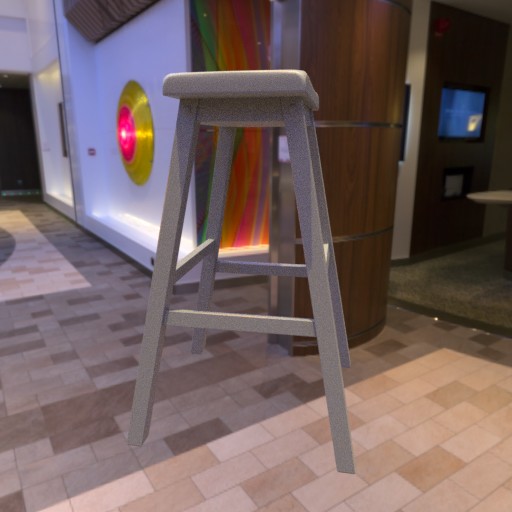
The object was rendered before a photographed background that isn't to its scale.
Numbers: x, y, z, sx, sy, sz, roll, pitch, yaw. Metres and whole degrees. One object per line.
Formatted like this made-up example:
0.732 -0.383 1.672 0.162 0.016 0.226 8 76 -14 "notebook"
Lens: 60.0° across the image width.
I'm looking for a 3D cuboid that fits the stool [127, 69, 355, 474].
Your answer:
0.000 0.000 1.026 0.476 0.737 0.457 3 15 10 "stool"
